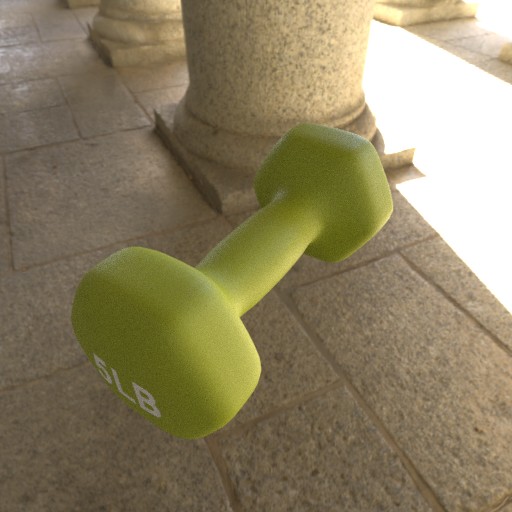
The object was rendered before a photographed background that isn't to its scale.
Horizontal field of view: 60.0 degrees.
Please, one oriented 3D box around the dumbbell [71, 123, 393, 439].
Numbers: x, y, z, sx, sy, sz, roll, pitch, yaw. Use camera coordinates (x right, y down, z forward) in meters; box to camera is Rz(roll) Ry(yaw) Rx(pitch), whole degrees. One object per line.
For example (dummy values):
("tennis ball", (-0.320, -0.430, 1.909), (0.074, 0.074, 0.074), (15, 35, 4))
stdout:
("dumbbell", (0.000, 0.000, 0.206), (0.080, 0.072, 0.164), (25, 47, 26))
